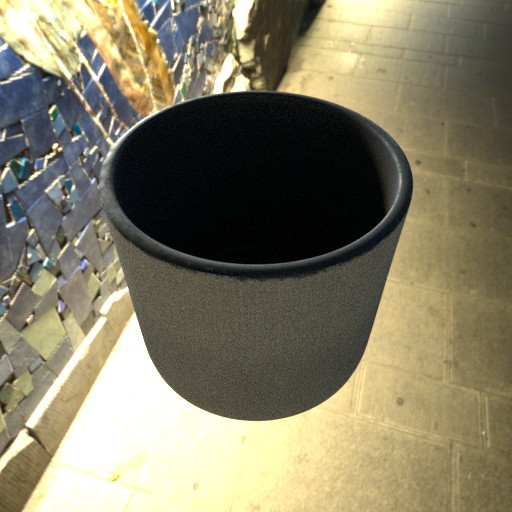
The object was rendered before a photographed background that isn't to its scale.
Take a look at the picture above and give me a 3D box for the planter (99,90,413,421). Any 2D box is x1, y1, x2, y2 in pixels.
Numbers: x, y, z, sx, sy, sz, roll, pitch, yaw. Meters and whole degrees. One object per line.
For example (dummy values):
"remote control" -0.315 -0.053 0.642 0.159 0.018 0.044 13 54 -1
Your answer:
"planter" 0.000 0.000 0.392 0.226 0.201 0.226 0 46 0
